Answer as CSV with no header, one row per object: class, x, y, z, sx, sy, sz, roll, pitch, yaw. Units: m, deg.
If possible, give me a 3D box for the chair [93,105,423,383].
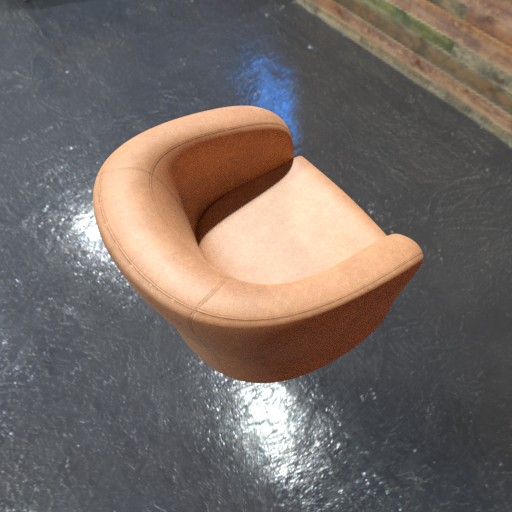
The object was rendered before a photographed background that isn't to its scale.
chair,0.000,0.000,1.447,0.815,0.771,0.791,-30,62,-18
